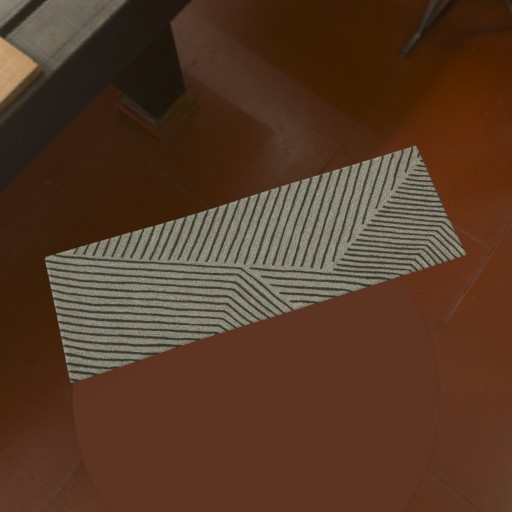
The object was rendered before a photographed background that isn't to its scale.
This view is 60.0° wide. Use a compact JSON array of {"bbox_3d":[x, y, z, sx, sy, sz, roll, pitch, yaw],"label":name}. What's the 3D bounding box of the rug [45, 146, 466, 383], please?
[{"bbox_3d":[0.000,0.000,2.685,2.439,0.020,0.773,-17,75,-5],"label":"rug"}]
